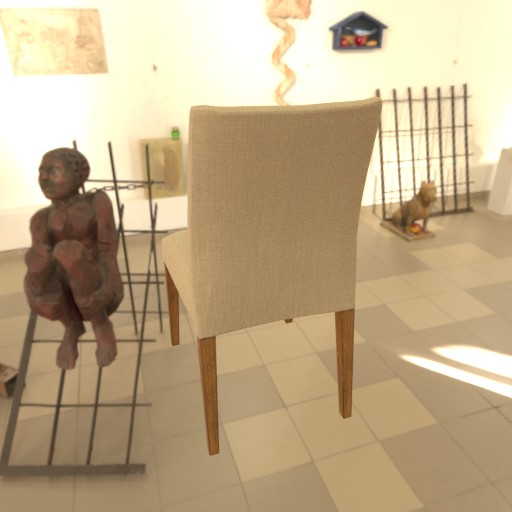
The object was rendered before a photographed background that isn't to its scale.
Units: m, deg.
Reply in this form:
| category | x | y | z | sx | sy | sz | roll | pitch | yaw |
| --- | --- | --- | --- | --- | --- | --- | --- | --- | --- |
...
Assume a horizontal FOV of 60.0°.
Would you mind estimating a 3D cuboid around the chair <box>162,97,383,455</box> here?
| category | x | y | z | sx | sy | sz | roll | pitch | yaw |
| --- | --- | --- | --- | --- | --- | --- | --- | --- | --- |
| chair | 0.000 | 0.000 | 1.323 | 0.496 | 0.940 | 0.585 | -9 | 28 | -17 |
